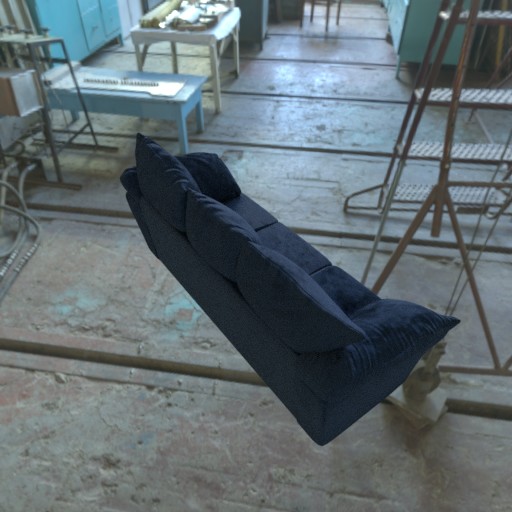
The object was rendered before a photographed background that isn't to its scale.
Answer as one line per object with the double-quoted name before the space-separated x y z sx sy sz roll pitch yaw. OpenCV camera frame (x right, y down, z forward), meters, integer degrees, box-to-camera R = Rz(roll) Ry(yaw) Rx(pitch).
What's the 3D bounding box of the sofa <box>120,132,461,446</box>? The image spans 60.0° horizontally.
"sofa" 0.000 0.000 2.922 0.907 1.091 2.390 -26 47 -26
